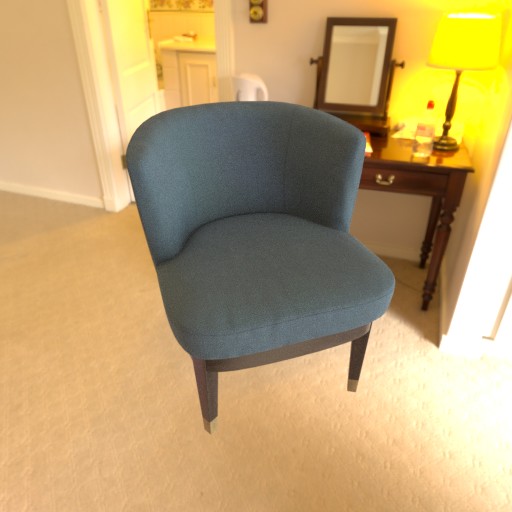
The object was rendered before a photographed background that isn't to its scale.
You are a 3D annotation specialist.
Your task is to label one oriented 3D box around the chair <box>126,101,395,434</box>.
[{"bbox_3d":[0.000,0.000,1.329,0.661,0.760,0.702,-10,33,-16],"label":"chair"}]
